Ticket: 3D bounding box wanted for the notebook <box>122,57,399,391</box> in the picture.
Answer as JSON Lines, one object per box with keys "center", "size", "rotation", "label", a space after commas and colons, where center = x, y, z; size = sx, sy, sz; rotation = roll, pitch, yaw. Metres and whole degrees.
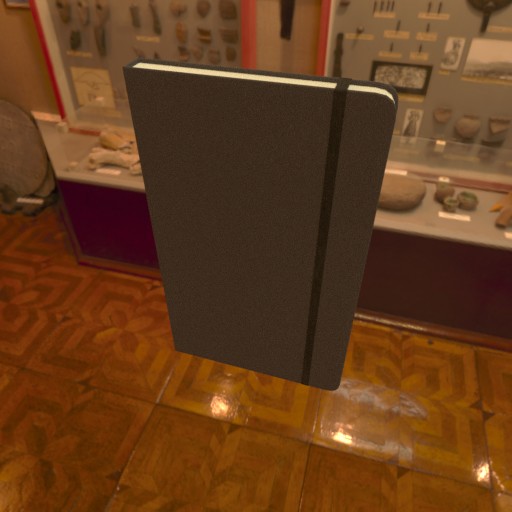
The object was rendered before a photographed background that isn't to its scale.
{"center": [0.000, 0.000, 0.267], "size": [0.127, 0.213, 0.016], "rotation": [11, 41, 13], "label": "notebook"}
